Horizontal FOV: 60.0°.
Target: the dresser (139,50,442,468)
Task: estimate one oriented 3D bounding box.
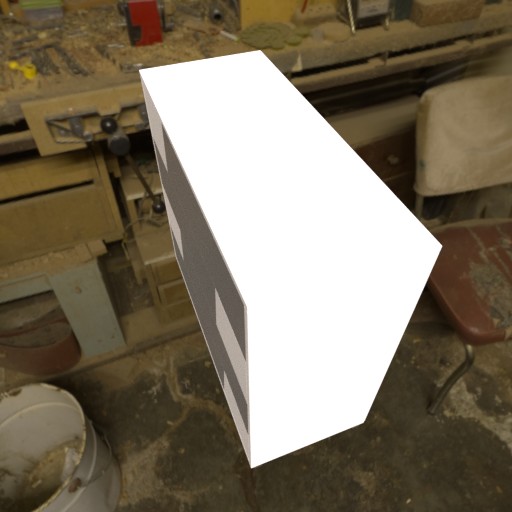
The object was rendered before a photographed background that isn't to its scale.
[{"bbox_3d":[0.000,0.000,1.636,0.460,1.000,1.100,-16,49,-14],"label":"dresser"}]
